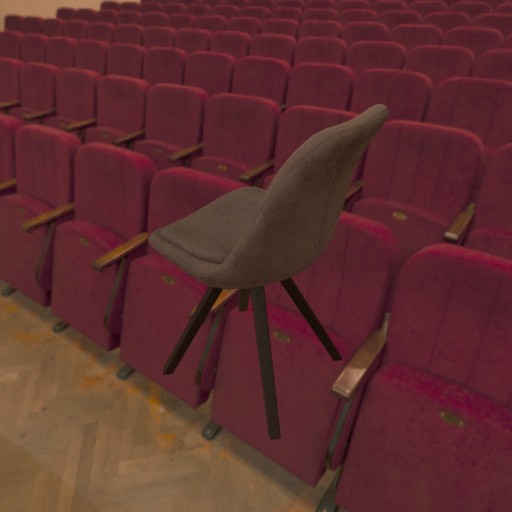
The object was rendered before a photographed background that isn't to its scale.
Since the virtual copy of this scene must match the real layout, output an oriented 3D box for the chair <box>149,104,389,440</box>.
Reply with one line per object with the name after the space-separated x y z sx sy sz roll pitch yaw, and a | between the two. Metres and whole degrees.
0.000 0.000 1.238 0.550 0.850 0.476 22 38 30 | chair
